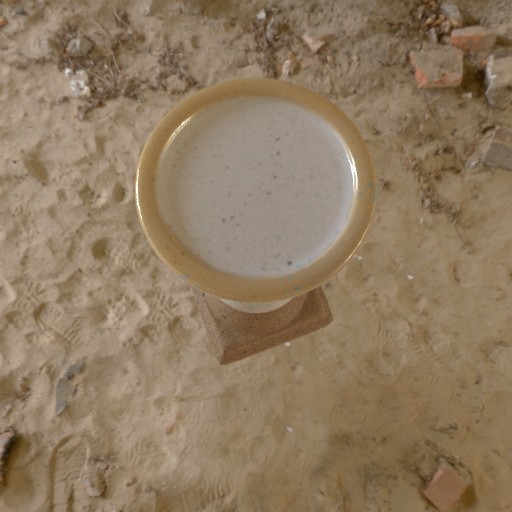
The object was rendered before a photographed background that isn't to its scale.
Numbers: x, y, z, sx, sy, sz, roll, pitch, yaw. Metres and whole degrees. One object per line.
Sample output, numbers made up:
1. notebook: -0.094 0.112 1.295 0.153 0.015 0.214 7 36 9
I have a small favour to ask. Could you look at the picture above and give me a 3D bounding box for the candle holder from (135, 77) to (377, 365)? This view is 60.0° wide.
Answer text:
1. candle holder: 0.000 0.000 0.299 0.110 0.239 0.110 -20 76 -5
